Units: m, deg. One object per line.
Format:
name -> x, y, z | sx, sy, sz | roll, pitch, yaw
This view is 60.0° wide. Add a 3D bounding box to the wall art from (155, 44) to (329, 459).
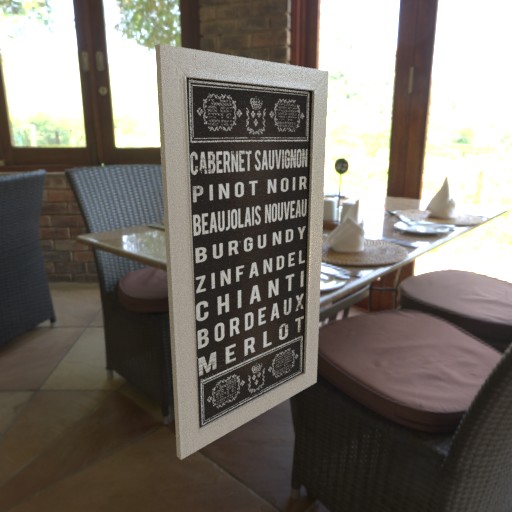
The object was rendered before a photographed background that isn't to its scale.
wall art -> 0.000, 0.000, 0.835 | 0.380, 0.683, 0.013 | -14, 20, -41
